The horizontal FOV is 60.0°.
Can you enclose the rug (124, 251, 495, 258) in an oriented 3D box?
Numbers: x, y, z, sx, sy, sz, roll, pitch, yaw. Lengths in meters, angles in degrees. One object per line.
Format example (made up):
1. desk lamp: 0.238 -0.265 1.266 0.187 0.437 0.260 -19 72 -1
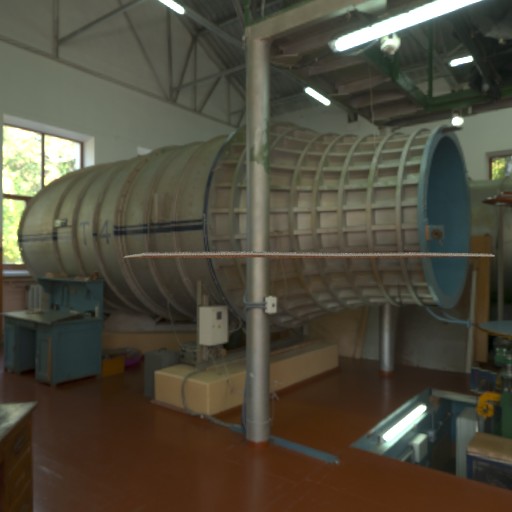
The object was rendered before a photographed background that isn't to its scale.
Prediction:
1. rug: 0.000 0.000 3.904 2.158 0.024 3.063 0 0 -18
